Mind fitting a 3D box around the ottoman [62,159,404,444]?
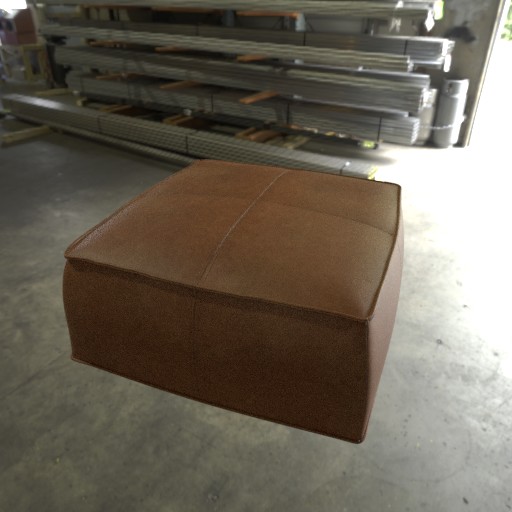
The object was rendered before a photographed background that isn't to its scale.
[{"bbox_3d":[0.000,0.000,1.420,0.901,0.395,0.902,11,32,17],"label":"ottoman"}]
